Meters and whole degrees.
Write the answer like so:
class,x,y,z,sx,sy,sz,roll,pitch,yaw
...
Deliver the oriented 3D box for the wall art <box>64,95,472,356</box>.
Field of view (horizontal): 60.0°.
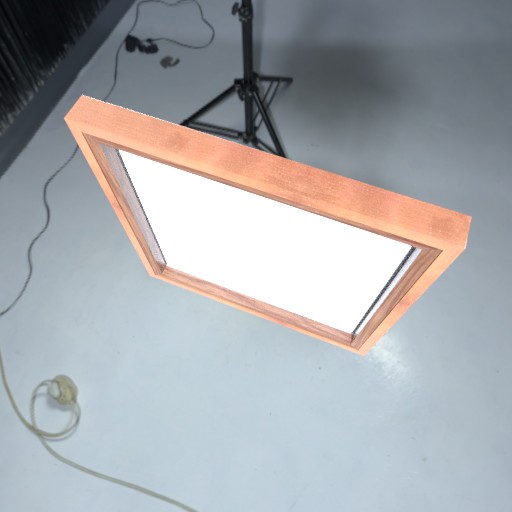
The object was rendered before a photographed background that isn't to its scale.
class,x,y,z,sx,sy,sz,roll,pitch,yaw
wall art,0.000,0.000,0.603,0.403,0.403,0.035,19,66,9
